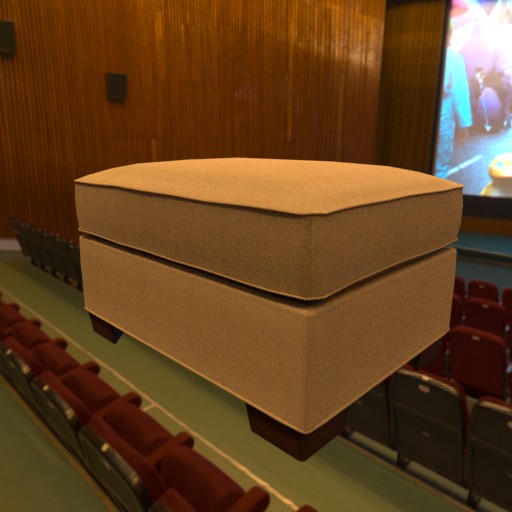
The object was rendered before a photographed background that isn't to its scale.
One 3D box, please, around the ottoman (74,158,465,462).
[{"bbox_3d":[0.000,0.000,1.193,0.846,0.503,0.617,14,20,43],"label":"ottoman"}]
